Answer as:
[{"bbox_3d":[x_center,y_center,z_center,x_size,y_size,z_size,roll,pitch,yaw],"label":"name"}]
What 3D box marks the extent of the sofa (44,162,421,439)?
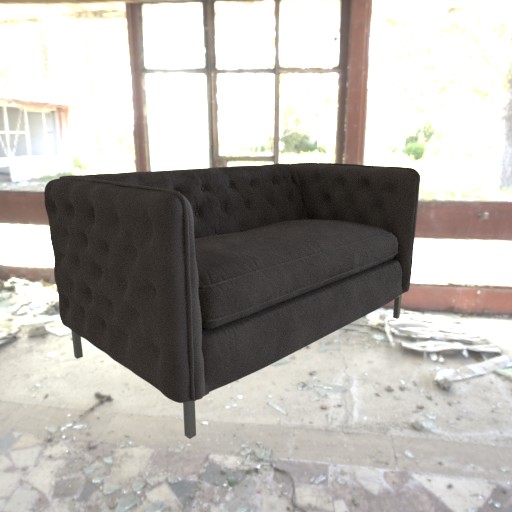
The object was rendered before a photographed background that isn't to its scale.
[{"bbox_3d":[0.000,0.000,2.115,0.909,0.810,1.583,14,20,43],"label":"sofa"}]
